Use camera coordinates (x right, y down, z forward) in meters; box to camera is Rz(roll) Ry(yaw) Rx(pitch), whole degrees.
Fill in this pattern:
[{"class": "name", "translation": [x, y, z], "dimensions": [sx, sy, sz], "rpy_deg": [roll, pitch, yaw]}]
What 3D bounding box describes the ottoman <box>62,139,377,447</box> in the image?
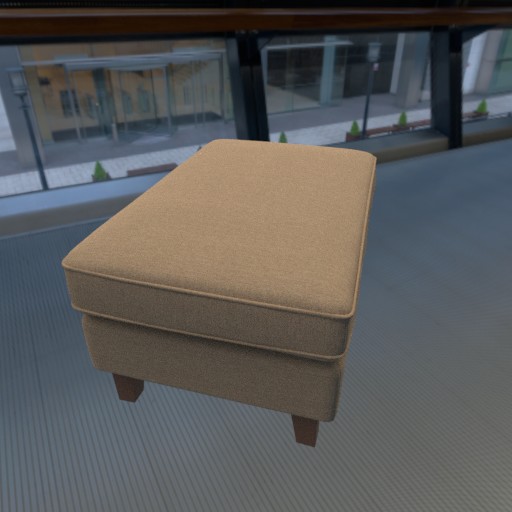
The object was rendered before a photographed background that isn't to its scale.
[{"class": "ottoman", "translation": [0.000, 0.000, 1.338], "dimensions": [0.636, 0.521, 0.945], "rpy_deg": [8, 32, 14]}]
